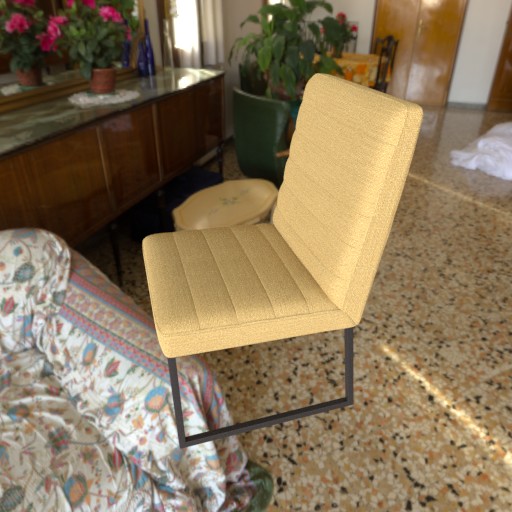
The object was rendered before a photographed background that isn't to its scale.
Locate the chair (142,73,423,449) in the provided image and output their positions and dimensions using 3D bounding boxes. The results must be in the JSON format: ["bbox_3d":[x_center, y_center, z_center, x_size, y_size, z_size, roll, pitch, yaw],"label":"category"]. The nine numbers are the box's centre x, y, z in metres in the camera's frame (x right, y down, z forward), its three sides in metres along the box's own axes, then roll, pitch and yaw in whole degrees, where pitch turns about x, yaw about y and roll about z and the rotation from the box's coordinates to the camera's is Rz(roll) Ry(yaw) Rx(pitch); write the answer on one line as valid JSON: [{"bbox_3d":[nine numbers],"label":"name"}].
[{"bbox_3d":[0.000,0.000,1.308,0.634,0.930,0.520,-9,32,-14],"label":"chair"}]
